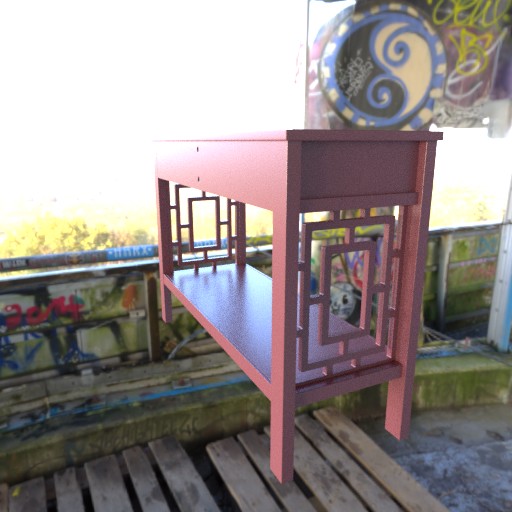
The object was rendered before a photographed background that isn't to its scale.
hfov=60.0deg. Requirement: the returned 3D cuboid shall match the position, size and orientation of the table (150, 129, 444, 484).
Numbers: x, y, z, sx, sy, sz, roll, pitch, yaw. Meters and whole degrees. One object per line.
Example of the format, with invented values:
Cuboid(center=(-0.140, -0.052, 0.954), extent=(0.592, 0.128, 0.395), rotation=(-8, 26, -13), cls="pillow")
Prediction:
Cuboid(center=(0.000, 0.000, 1.421), extent=(0.397, 0.753, 1.068), rotation=(-7, 16, -25), cls="table")
